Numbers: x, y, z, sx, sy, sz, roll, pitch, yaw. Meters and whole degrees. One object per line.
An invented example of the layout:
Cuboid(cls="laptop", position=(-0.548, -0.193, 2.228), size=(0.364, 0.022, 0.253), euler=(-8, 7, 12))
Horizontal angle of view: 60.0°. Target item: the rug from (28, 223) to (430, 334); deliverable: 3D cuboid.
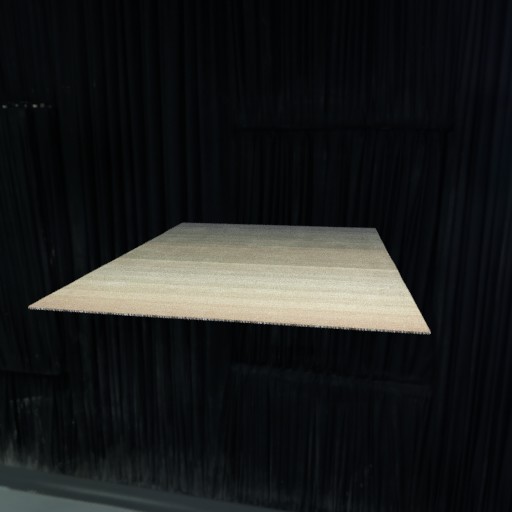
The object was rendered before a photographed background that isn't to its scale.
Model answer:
Cuboid(cls="rug", position=(0.000, 0.000, 3.881), size=(2.315, 0.015, 2.932), euler=(2, 14, 9))
